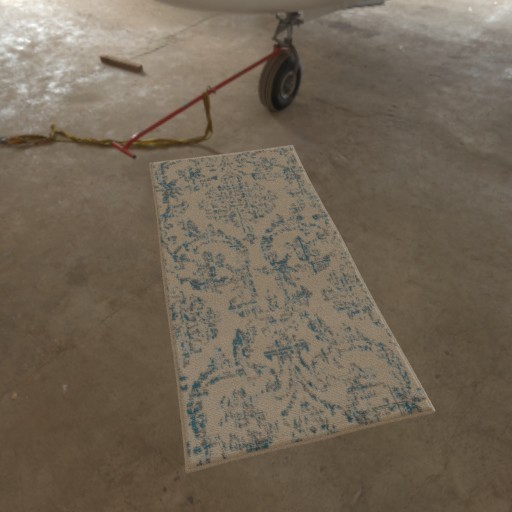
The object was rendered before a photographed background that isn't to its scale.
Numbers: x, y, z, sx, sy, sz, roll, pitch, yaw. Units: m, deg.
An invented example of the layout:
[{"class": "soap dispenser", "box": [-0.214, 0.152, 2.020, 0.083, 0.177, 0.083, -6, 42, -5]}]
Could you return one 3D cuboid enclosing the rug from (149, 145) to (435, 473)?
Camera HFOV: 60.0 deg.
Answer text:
[{"class": "rug", "box": [0.000, 0.000, 1.433, 0.605, 0.007, 1.220, -10, 47, -9]}]
